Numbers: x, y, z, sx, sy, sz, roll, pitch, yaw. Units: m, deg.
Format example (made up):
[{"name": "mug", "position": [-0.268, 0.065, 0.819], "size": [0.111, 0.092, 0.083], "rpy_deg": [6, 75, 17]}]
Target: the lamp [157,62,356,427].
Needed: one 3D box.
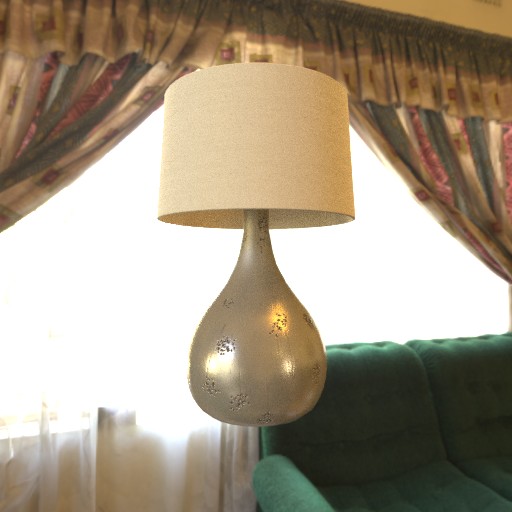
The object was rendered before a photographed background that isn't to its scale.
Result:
[{"name": "lamp", "position": [0.000, 0.000, 0.751], "size": [0.330, 0.521, 0.330], "rpy_deg": [0, -1, 0]}]
